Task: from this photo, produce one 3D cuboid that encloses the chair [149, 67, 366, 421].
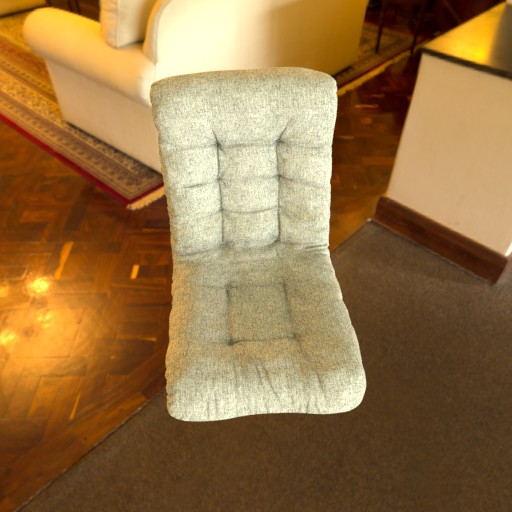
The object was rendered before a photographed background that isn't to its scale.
[{"bbox_3d":[0.000,0.000,0.957,0.400,0.600,0.583,-4,46,-4],"label":"chair"}]
